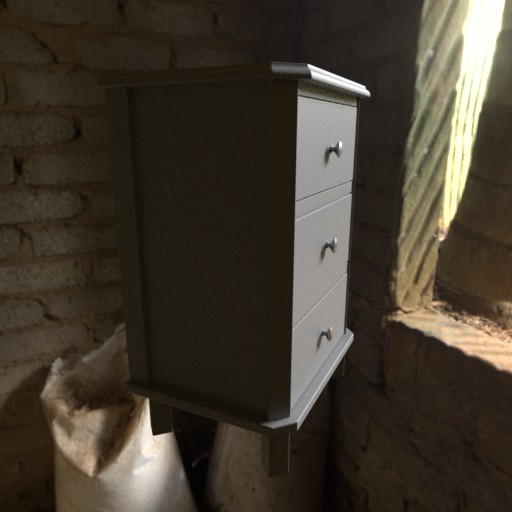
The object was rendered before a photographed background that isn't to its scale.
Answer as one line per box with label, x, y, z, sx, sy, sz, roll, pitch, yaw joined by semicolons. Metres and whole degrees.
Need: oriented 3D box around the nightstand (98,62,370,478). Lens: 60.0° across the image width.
nightstand;0.000;0.000;0.926;0.350;0.680;0.450;8;17;25
